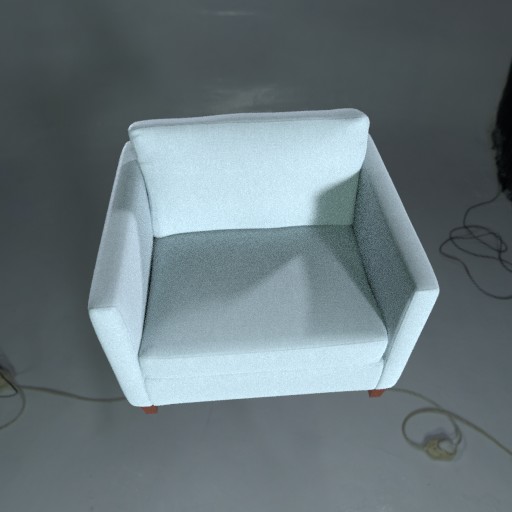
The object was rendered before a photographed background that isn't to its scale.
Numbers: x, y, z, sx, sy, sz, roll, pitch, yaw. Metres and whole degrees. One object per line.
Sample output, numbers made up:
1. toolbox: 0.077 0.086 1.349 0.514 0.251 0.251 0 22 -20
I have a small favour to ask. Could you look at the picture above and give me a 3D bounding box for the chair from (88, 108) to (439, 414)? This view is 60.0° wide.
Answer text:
1. chair: 0.000 0.000 1.827 1.107 0.961 0.953 -3 47 -3
